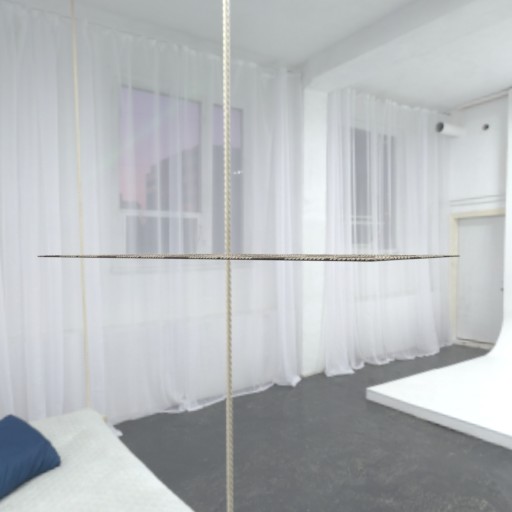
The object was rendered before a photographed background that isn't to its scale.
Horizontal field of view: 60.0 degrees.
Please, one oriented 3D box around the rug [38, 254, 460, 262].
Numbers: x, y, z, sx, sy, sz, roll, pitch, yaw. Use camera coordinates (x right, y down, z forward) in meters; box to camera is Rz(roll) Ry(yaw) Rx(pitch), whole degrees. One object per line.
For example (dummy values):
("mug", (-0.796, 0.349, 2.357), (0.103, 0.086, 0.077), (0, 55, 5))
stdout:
("rug", (0.000, 0.000, 4.068), (3.048, 0.016, 2.438), (0, 1, 34))
